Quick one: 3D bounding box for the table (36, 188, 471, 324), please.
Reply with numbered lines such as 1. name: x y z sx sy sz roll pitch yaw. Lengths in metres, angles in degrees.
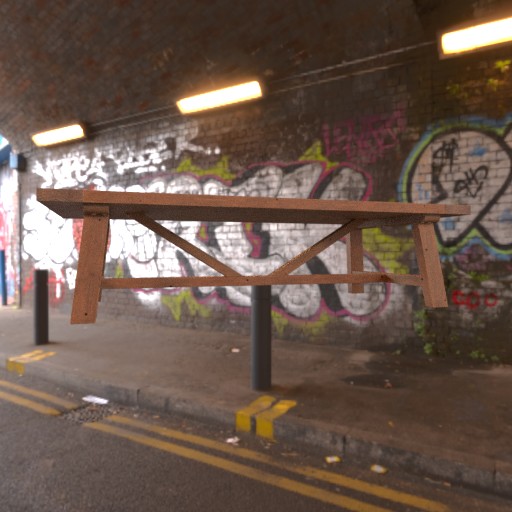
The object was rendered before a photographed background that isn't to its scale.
1. table: 0.000 0.000 2.142 1.800 0.465 0.820 0 1 -18
